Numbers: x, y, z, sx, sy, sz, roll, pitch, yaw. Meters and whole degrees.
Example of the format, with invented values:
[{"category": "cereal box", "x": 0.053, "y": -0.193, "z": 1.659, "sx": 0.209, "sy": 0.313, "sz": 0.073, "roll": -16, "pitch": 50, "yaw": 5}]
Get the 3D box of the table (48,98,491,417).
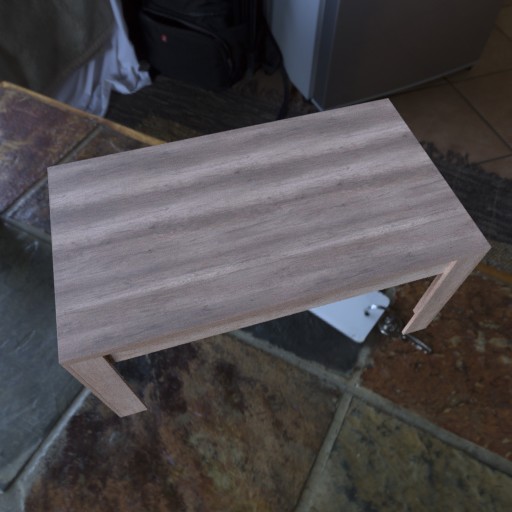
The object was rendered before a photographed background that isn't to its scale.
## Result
[{"category": "table", "x": 0.000, "y": 0.000, "z": 2.120, "sx": 1.600, "sy": 0.775, "sz": 0.900, "roll": -14, "pitch": 59, "yaw": -9}]
